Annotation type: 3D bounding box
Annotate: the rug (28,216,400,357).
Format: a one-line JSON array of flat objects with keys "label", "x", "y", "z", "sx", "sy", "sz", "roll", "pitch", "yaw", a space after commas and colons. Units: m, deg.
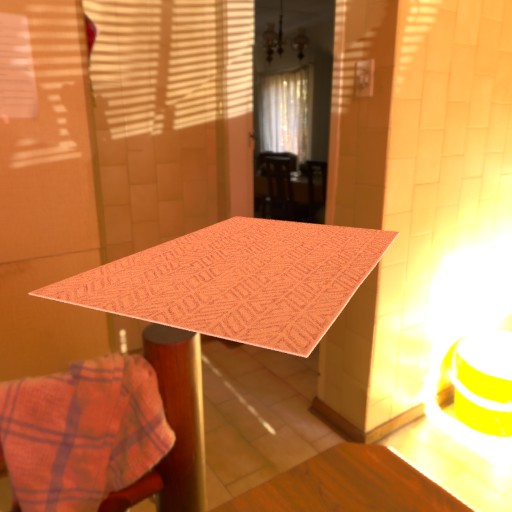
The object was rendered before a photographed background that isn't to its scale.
[{"label": "rug", "x": 0.000, "y": 0.000, "z": 2.374, "sx": 1.220, "sy": 0.007, "sz": 1.828, "roll": 8, "pitch": 18, "yaw": 25}]
